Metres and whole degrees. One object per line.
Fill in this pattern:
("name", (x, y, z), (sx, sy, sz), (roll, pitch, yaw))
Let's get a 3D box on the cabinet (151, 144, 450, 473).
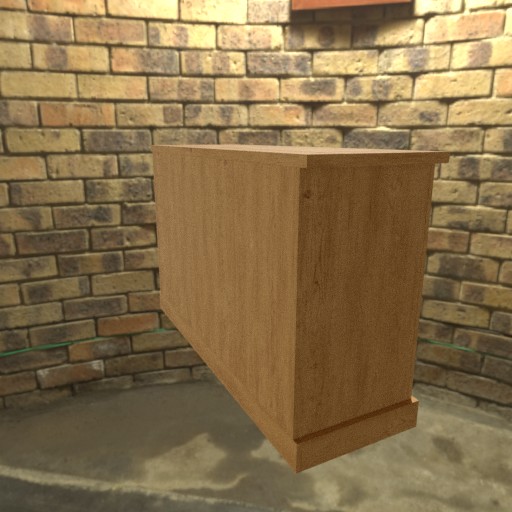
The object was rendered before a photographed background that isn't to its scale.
("cabinet", (0.000, 0.000, 1.703), (0.432, 0.810, 1.321), (-8, 17, -26))
